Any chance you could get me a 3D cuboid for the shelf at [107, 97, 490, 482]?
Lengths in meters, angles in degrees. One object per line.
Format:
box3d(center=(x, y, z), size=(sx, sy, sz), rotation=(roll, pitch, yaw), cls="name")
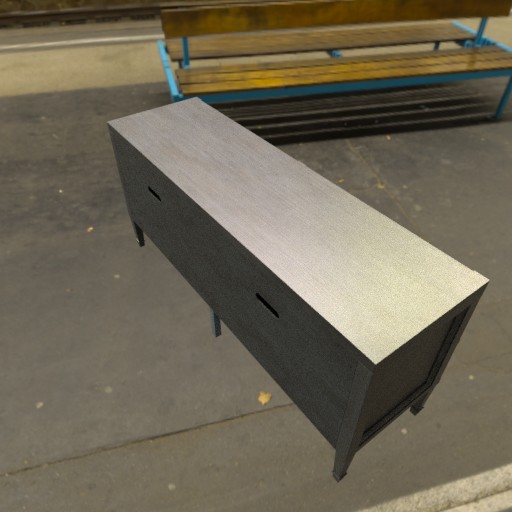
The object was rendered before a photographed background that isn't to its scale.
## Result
box3d(center=(0.000, 0.000, 1.839), size=(0.479, 0.719, 1.575), rotation=(-26, 48, -26), cls="shelf")
